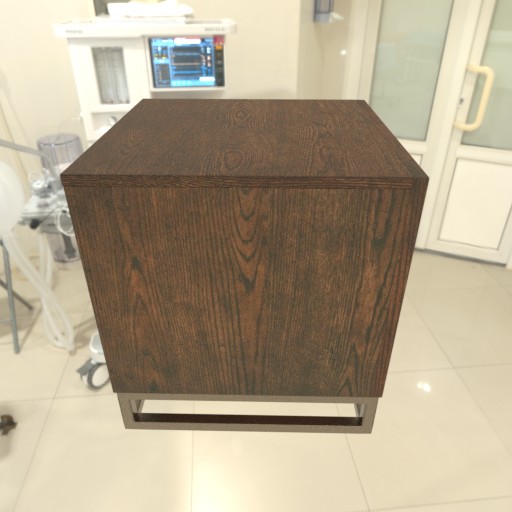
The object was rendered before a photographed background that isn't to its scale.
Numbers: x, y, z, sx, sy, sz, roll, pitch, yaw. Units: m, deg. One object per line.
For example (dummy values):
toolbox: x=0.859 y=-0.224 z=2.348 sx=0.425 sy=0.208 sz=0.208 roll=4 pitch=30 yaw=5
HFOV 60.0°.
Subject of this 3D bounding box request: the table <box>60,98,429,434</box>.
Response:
table: x=0.000 y=0.000 z=1.011 sx=0.566 sy=0.582 sz=0.506 roll=1 pitch=31 yaw=1
